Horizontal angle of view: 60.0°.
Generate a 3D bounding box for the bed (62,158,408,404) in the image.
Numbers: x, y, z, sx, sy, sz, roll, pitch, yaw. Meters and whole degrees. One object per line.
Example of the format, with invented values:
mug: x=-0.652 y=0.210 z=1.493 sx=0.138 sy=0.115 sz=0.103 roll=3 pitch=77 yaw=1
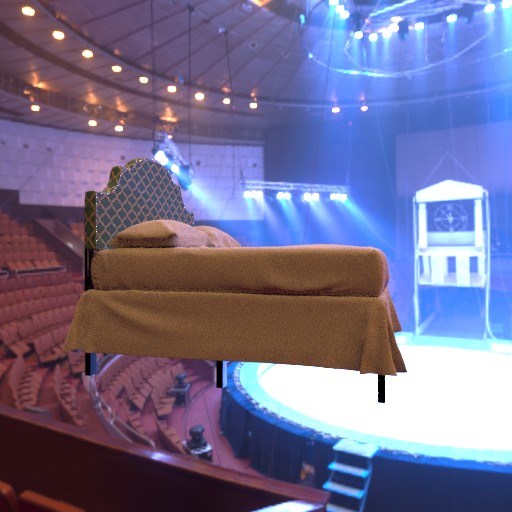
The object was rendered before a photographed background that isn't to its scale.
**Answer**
bed: x=0.000 y=0.000 z=3.497 sx=2.222 sy=1.633 sz=1.780 roll=0 pitch=0 yaw=17
